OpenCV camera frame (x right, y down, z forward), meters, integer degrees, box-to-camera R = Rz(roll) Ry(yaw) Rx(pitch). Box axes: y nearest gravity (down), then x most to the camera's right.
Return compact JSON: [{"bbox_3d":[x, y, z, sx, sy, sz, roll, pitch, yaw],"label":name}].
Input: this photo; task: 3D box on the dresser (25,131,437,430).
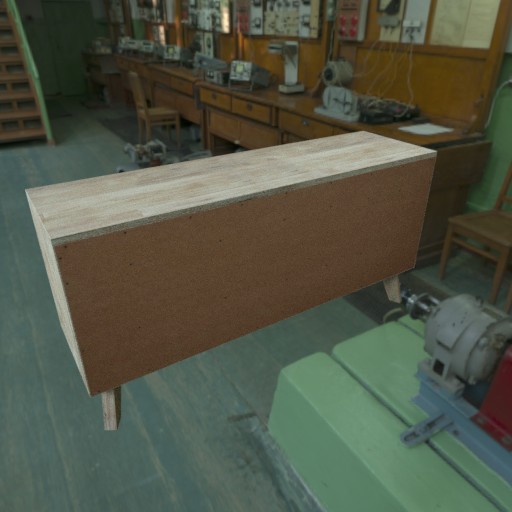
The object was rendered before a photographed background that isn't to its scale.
[{"bbox_3d":[0.000,0.000,1.929,1.602,0.788,0.455,-17,33,-28],"label":"dresser"}]
